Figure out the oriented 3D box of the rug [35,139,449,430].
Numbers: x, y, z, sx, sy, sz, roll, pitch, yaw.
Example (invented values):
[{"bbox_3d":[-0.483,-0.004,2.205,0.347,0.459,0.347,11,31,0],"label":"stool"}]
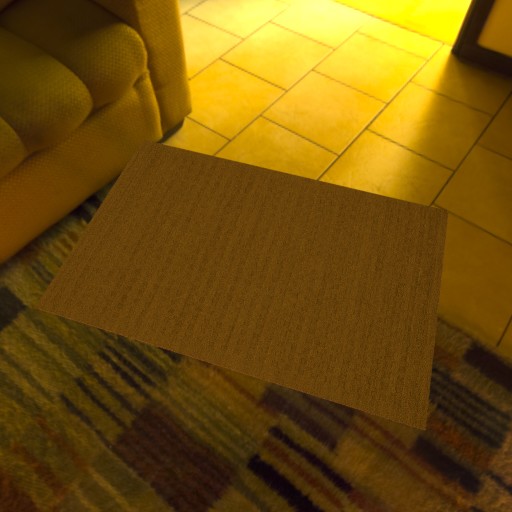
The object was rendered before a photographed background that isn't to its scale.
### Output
[{"bbox_3d":[0.000,0.000,2.171,1.752,0.006,1.142,15,59,9],"label":"rug"}]
